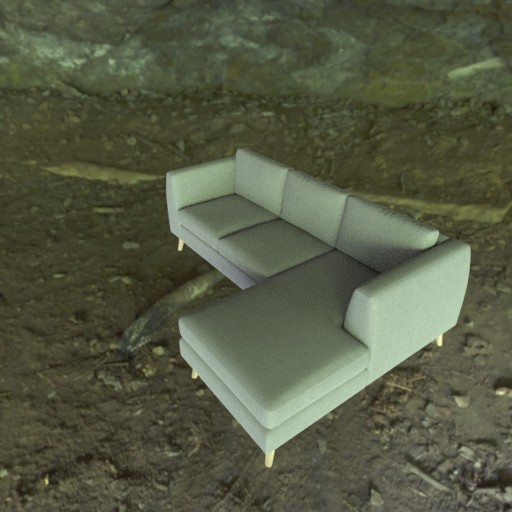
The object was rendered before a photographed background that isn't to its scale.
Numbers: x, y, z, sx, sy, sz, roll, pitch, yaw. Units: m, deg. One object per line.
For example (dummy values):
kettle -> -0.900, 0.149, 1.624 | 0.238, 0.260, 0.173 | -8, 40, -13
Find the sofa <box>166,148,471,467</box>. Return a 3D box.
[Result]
sofa -> 0.000, 0.000, 3.121 | 1.580, 0.860, 2.300 | -21, 37, -31
